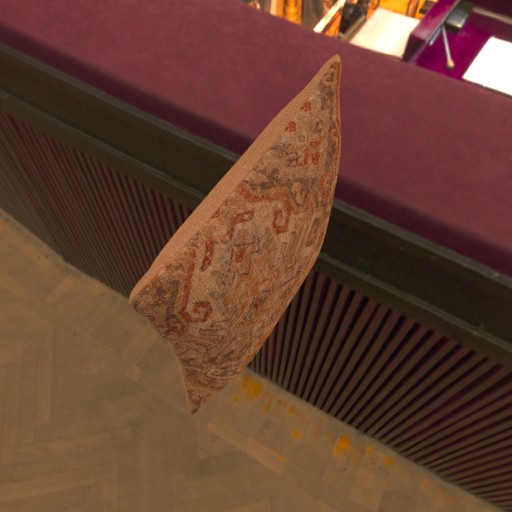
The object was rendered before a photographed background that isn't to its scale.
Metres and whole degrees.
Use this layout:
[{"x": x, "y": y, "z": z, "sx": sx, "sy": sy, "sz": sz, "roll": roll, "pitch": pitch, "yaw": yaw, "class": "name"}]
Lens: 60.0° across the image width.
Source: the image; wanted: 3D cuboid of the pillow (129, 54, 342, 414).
[{"x": 0.000, "y": 0.000, "z": 0.807, "sx": 0.166, "sy": 0.506, "sz": 0.523, "roll": 28, "pitch": 62, "yaw": 16, "class": "pillow"}]
